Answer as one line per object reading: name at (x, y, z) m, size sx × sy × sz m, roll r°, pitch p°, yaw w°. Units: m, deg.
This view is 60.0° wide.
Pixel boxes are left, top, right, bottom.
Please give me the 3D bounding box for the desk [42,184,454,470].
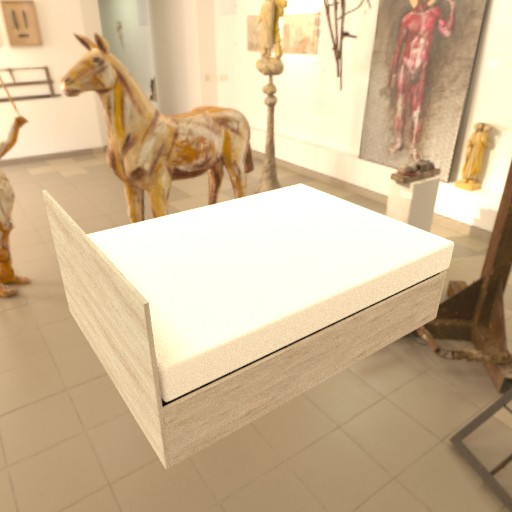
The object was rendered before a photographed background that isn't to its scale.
desk at (0.000, 0.000, 2.613) m, size 1.900 × 0.800 × 1.400 m, roll -18°, pitch 32°, yaw -31°
